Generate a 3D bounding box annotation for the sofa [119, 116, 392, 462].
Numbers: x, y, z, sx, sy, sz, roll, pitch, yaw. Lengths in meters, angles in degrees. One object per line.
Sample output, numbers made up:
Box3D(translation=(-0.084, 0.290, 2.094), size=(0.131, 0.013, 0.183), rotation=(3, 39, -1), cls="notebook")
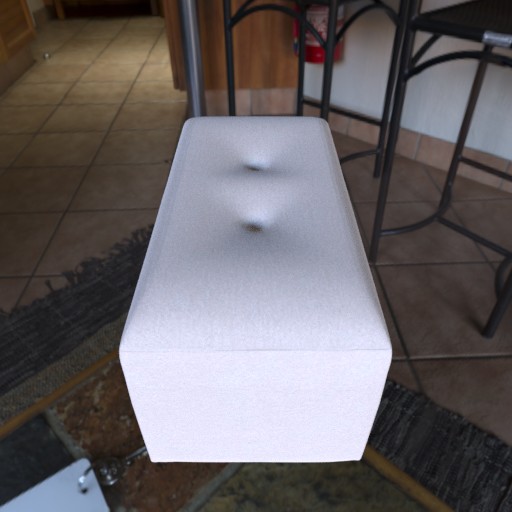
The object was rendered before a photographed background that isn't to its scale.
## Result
Box3D(translation=(0.000, 0.000, 1.190), size=(0.480, 0.470, 0.930), rotation=(0, 41, 0), cls="sofa")
